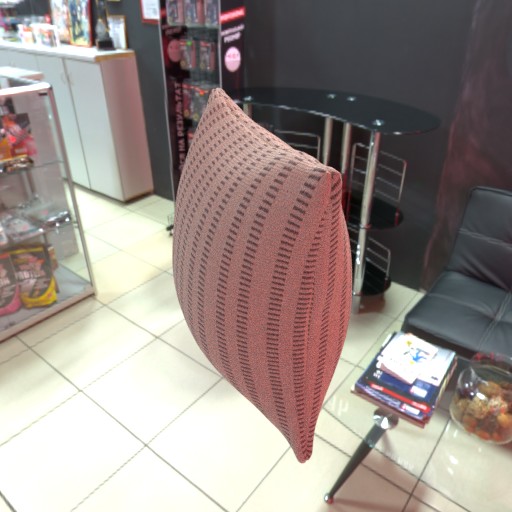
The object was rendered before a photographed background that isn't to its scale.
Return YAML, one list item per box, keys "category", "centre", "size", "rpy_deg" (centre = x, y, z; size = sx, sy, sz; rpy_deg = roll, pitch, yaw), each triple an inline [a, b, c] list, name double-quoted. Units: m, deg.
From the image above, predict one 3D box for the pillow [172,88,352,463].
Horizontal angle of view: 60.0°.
- category: "pillow"
  centre: [0.000, 0.000, 0.677]
  size: [0.247, 0.419, 0.438]
  rpy_deg: [-10, 32, -16]
